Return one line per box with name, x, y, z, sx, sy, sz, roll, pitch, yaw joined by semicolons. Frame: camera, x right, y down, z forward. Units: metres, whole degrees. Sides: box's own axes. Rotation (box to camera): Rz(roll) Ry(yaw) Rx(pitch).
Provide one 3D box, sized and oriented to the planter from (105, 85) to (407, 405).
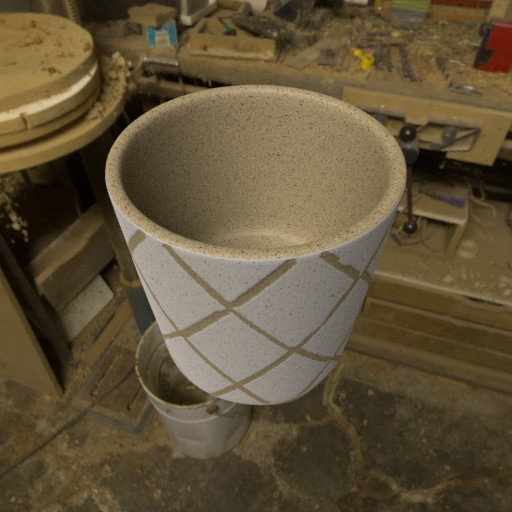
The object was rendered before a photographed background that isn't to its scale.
planter;0.000;0.000;0.427;0.228;0.235;0.228;0;46;0
